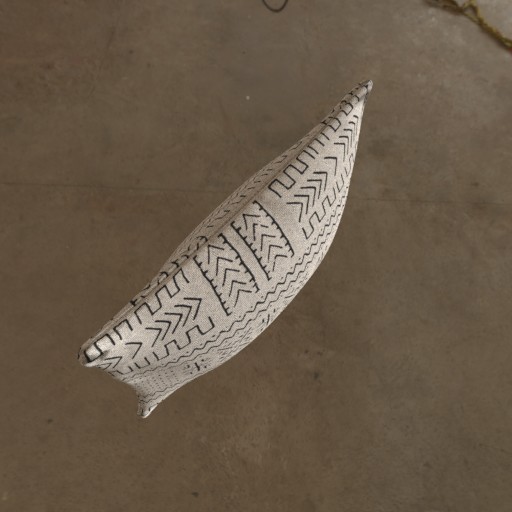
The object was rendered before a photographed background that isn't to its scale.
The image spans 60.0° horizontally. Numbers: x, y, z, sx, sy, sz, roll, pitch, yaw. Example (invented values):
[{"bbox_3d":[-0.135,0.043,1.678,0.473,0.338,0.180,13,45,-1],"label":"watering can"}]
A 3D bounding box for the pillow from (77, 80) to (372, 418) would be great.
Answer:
[{"bbox_3d":[0.000,0.000,0.776,0.188,0.352,0.637,35,66,19],"label":"pillow"}]
